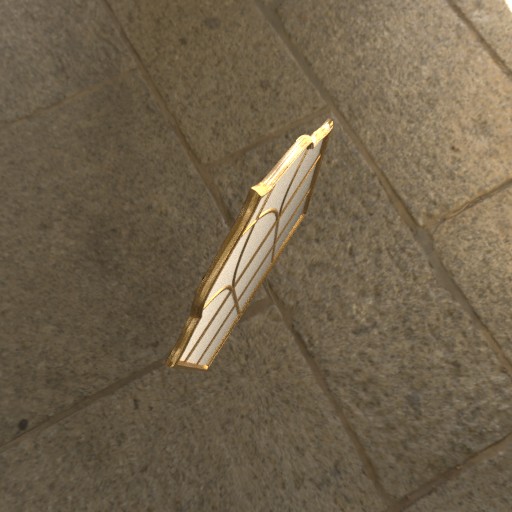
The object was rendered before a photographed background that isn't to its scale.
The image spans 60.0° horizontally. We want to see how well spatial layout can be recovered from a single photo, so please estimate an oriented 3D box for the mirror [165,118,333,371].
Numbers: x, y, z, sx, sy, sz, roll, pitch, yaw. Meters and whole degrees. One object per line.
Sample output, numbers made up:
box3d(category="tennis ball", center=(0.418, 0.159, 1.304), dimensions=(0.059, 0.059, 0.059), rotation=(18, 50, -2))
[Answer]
box3d(category="mirror", center=(0.000, 0.000, 0.877), dimensions=(0.018, 0.635, 0.513), rotation=(31, 77, 8))
